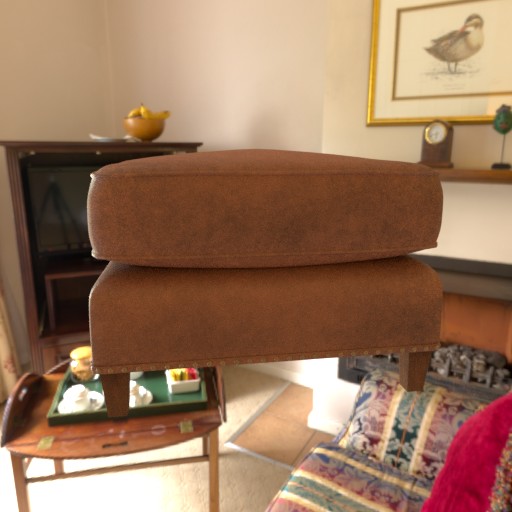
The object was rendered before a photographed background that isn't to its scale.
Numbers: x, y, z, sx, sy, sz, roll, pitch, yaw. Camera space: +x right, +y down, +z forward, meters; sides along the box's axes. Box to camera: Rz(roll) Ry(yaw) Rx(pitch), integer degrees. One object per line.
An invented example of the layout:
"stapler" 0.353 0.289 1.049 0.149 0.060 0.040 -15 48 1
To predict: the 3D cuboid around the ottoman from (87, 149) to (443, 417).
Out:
"ottoman" 0.000 0.000 1.141 0.738 0.537 0.589 -2 13 -9
